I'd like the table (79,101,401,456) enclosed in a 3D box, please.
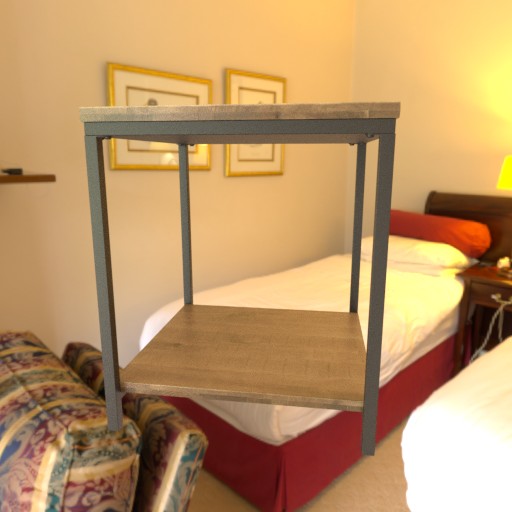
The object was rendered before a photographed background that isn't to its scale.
[{"bbox_3d":[0.000,0.000,0.989,0.503,0.589,0.507,2,13,8],"label":"table"}]
